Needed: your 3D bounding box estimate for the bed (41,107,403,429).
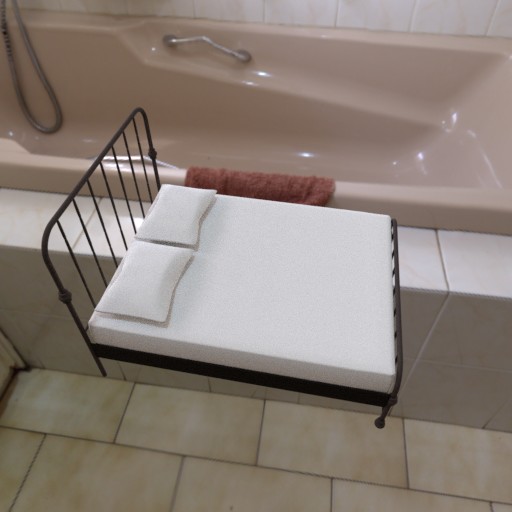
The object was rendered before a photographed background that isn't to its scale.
[{"bbox_3d":[0.000,0.000,3.244,2.134,1.446,1.616,8,47,7],"label":"bed"}]
